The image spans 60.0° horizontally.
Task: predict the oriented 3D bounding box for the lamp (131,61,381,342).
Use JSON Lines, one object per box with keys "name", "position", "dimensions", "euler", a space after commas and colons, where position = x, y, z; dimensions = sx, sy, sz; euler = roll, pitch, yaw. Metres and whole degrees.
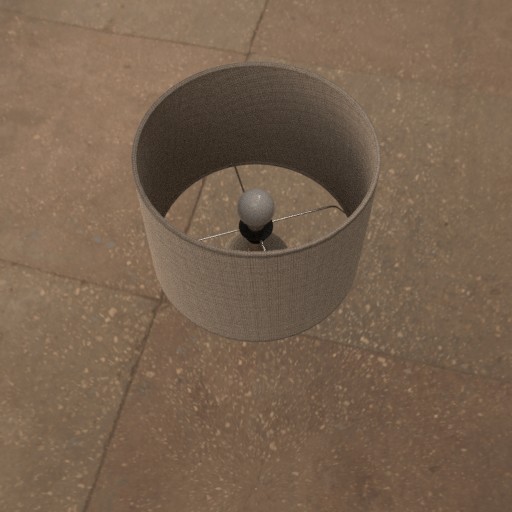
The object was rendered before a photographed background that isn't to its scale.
{"name": "lamp", "position": [0.000, 0.000, 0.839], "dimensions": [0.367, 0.609, 0.367], "euler": [0, 62, 0]}
